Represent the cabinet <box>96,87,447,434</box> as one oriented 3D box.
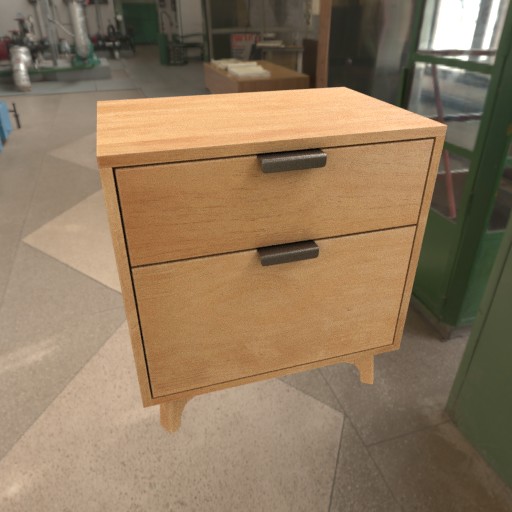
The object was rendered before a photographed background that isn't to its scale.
[{"bbox_3d":[0.000,0.000,0.955,0.551,0.599,0.394,-9,32,-15],"label":"cabinet"}]
